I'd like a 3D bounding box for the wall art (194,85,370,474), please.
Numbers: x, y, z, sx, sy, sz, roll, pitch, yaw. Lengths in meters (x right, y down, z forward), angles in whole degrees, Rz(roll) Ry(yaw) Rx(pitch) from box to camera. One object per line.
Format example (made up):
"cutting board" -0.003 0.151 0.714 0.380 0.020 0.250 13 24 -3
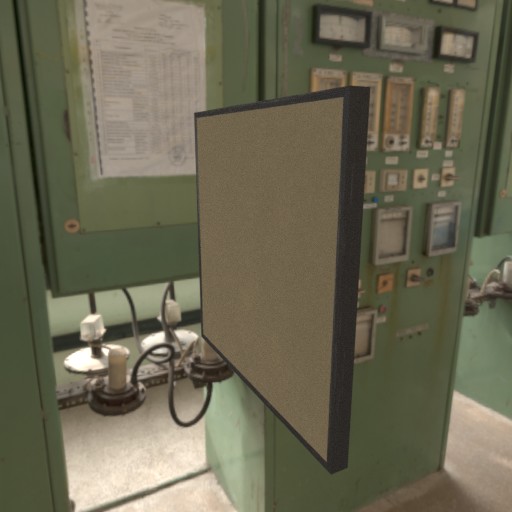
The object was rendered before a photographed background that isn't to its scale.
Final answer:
"wall art" 0.000 0.000 1.163 0.043 0.758 0.762 -7 16 -26
